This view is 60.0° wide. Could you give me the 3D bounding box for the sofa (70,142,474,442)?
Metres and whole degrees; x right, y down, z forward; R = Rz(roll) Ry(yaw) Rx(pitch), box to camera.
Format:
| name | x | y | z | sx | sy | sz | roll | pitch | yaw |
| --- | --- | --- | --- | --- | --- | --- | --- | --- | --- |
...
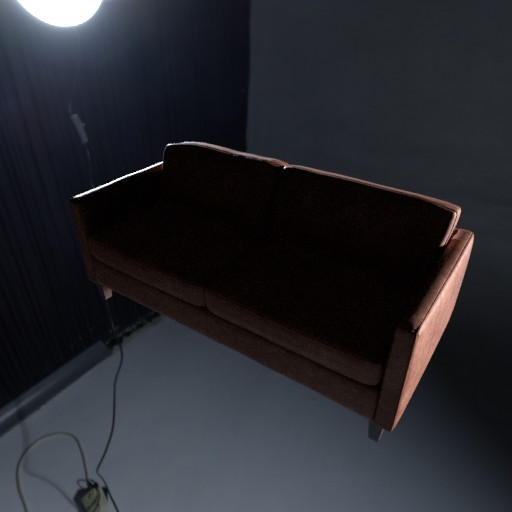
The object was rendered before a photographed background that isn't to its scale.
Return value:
| name | x | y | z | sx | sy | sz | roll | pitch | yaw |
| --- | --- | --- | --- | --- | --- | --- | --- | --- | --- |
| sofa | 0.000 | 0.000 | 2.417 | 1.971 | 0.863 | 0.923 | 20 | 37 | 29 |
